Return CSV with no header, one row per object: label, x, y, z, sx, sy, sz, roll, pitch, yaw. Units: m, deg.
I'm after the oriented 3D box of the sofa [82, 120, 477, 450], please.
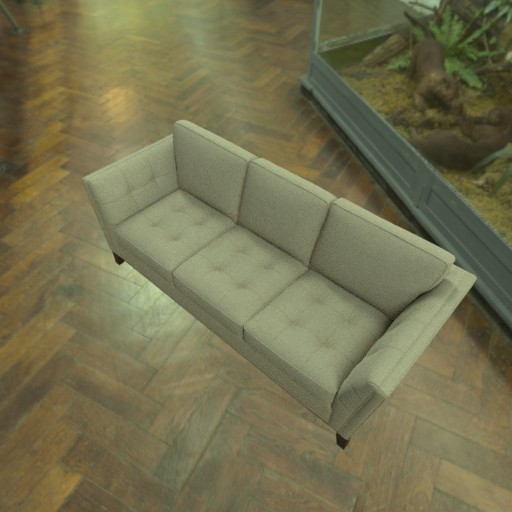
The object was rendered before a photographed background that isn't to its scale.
sofa,0.000,0.000,2.927,2.388,0.940,0.965,33,54,28
